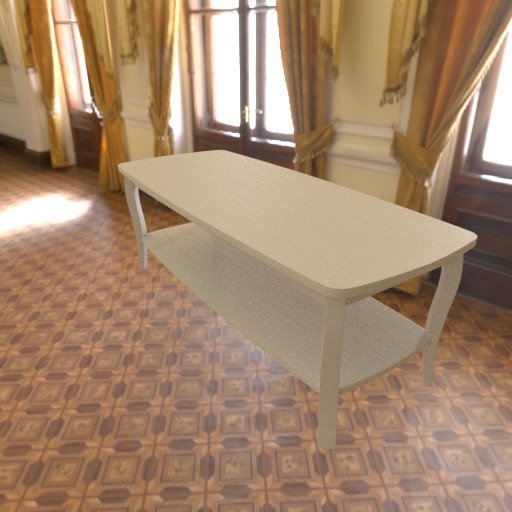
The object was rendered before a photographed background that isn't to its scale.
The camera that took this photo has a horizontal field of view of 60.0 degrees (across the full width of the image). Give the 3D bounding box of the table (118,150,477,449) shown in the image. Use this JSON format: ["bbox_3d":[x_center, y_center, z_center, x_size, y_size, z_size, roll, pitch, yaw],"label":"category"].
[{"bbox_3d":[0.000,0.000,1.571,0.561,0.474,1.334,-16,30,-31],"label":"table"}]
